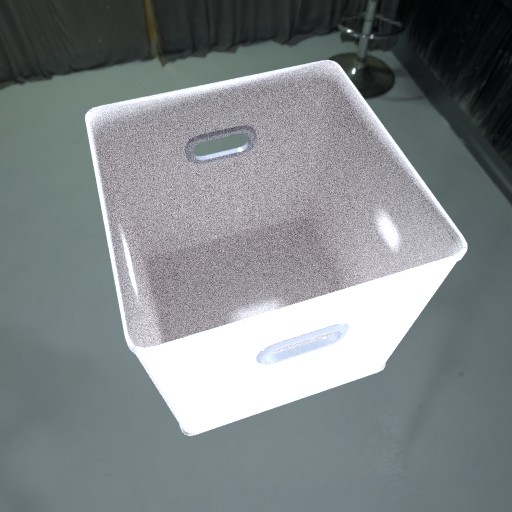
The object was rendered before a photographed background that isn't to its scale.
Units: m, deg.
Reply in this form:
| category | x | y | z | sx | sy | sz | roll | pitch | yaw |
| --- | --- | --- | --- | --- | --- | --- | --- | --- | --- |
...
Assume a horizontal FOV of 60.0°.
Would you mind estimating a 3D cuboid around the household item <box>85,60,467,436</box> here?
| category | x | y | z | sx | sy | sz | roll | pitch | yaw |
| --- | --- | --- | --- | --- | --- | --- | --- | --- | --- |
| household item | 0.000 | 0.000 | 0.565 | 0.305 | 0.305 | 0.305 | -16 | 58 | -10 |
